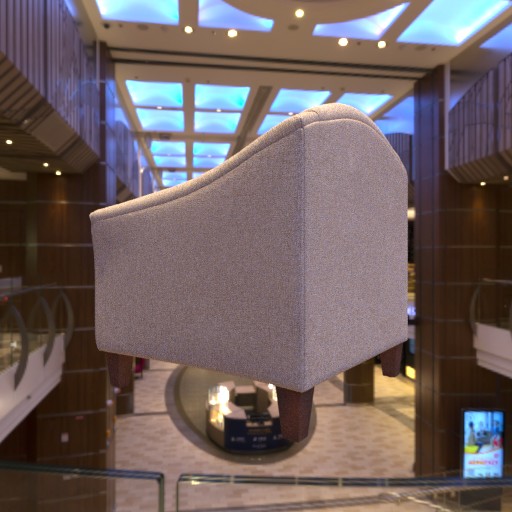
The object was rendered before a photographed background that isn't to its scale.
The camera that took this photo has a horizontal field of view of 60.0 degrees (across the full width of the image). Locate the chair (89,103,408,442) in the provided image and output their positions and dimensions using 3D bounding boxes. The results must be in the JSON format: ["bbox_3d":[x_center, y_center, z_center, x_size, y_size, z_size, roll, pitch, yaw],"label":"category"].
[{"bbox_3d":[0.000,0.000,1.475,0.787,0.839,0.763,0,0,36],"label":"chair"}]
